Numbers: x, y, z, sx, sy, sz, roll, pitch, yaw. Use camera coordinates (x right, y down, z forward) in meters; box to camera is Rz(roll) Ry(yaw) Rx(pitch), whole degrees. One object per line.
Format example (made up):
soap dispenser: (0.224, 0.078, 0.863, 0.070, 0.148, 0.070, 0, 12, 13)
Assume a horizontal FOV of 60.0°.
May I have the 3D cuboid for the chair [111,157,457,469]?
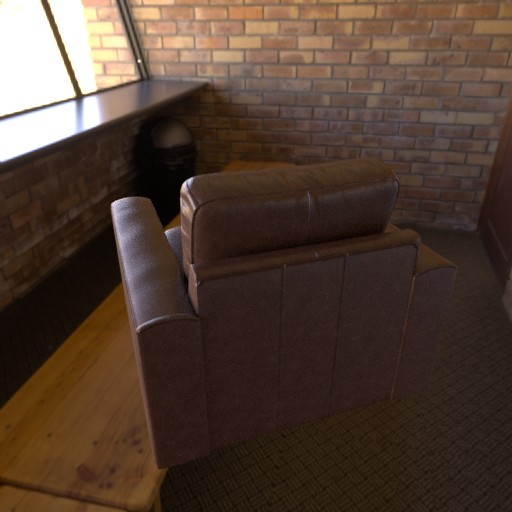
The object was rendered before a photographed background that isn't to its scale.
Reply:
chair: (0.000, 0.000, 1.723, 1.005, 0.873, 1.016, -9, 29, -17)
